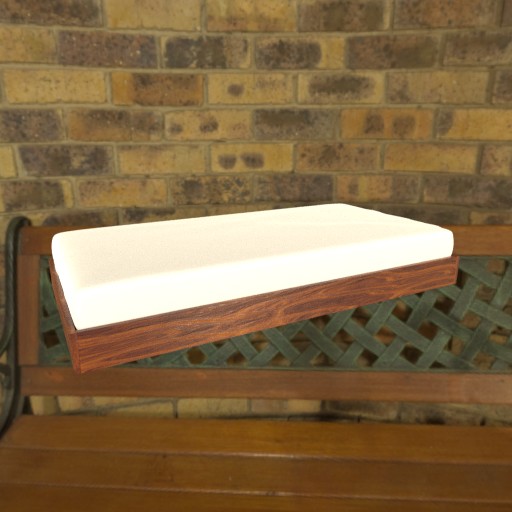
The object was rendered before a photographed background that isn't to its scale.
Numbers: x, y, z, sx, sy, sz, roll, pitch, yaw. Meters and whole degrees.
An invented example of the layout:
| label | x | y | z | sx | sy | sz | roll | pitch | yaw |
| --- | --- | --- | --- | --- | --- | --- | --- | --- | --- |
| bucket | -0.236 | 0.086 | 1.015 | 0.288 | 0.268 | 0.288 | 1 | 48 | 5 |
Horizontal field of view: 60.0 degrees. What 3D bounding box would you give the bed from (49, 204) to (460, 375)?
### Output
| label | x | y | z | sx | sy | sz | roll | pitch | yaw |
| --- | --- | --- | --- | --- | --- | --- | --- | --- | --- |
| bed | 0.000 | 0.000 | 2.244 | 1.860 | 0.312 | 0.940 | -9 | 19 | -27 |
